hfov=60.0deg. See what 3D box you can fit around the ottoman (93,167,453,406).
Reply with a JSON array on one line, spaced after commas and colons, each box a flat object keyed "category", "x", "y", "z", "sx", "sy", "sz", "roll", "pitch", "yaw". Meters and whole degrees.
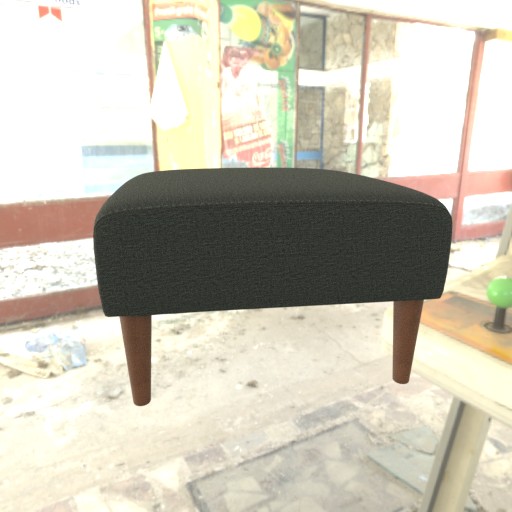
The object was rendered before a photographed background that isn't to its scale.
[{"category": "ottoman", "x": 0.000, "y": 0.000, "z": 1.082, "sx": 0.649, "sy": 0.398, "sz": 0.650, "roll": -2, "pitch": 15, "yaw": -8}]
